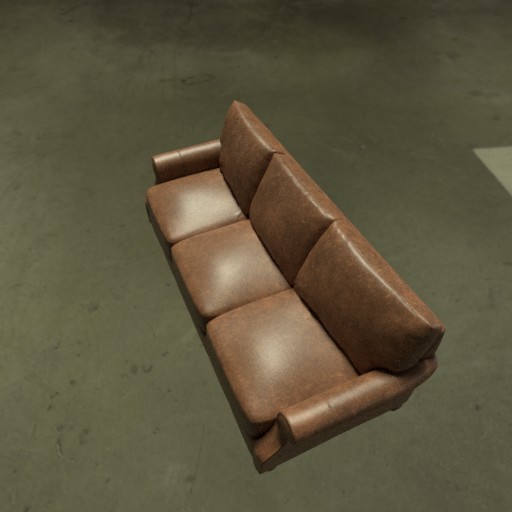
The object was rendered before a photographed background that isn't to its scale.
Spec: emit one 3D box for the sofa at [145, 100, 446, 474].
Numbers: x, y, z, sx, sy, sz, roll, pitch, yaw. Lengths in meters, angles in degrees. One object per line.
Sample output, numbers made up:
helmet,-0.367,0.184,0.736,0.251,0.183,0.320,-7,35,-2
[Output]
sofa,0.000,0.000,2.798,0.973,0.977,2.351,-18,49,-17
